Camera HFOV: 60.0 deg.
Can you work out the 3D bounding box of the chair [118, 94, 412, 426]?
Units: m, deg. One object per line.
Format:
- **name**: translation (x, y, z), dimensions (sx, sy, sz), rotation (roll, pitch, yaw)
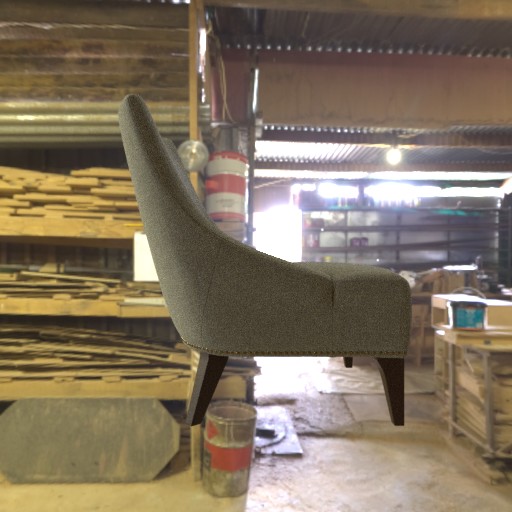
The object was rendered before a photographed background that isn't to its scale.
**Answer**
- **chair**: translation (0.000, 0.000, 1.497), dimensions (0.861, 0.909, 0.701), rotation (0, 0, -1)
